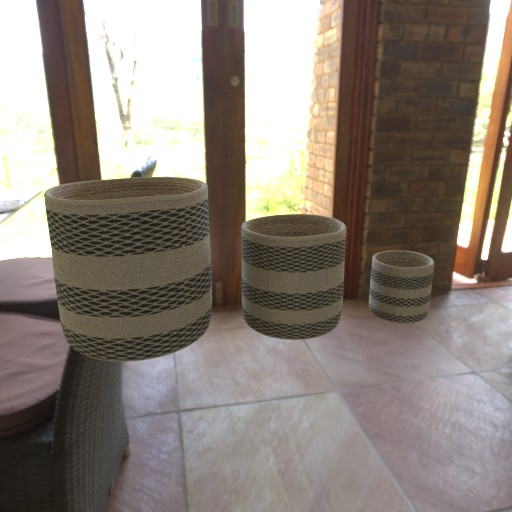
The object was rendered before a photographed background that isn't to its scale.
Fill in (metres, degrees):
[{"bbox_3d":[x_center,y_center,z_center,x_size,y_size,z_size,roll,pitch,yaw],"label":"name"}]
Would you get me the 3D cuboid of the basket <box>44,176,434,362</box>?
[{"bbox_3d":[0.000,0.000,1.075,0.917,0.356,0.351,-3,17,-8],"label":"basket"}]
